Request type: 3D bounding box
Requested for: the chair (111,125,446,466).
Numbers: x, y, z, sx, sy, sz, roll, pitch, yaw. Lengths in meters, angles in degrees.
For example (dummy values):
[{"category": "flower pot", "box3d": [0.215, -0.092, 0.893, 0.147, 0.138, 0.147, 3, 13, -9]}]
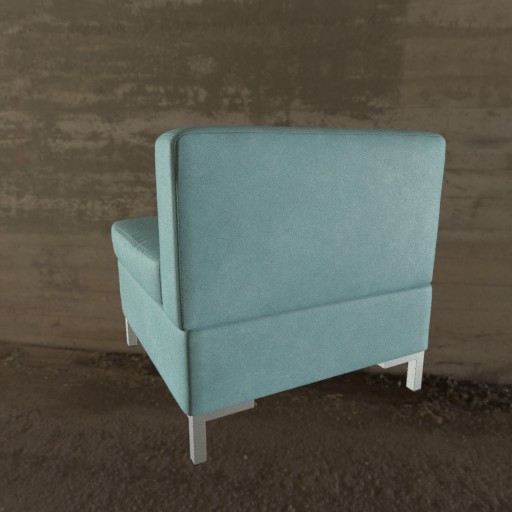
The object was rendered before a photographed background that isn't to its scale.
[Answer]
[{"category": "chair", "box3d": [0.000, 0.000, 1.219, 0.680, 0.660, 0.680, -7, 15, -27]}]
